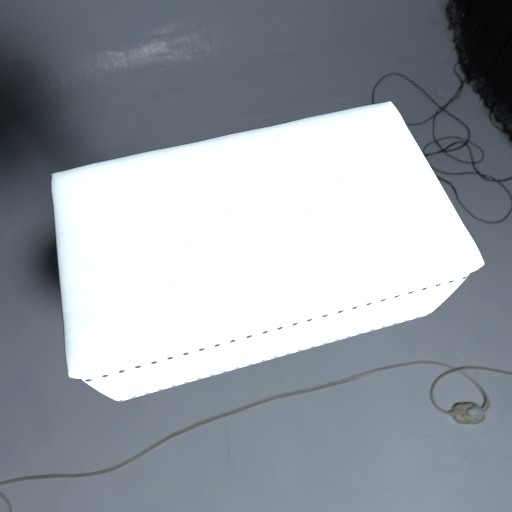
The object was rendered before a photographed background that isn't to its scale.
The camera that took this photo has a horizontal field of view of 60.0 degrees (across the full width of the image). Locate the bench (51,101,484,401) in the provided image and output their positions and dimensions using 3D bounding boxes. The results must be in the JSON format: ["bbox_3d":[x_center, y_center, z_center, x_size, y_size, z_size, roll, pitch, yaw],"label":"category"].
[{"bbox_3d":[0.000,0.000,1.175,0.887,0.449,0.500,-14,64,-7],"label":"bench"}]
